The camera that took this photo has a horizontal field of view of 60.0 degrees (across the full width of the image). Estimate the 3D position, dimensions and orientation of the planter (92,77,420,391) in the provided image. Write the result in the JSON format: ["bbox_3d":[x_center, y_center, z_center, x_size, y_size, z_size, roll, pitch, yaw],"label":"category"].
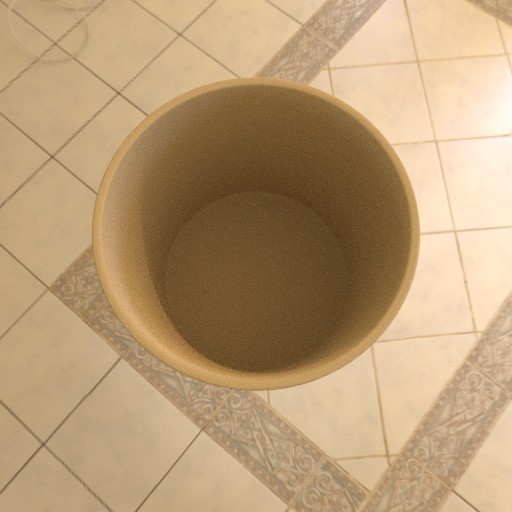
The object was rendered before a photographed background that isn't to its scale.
[{"bbox_3d":[0.000,0.000,0.397,0.221,0.201,0.221,0,76,0],"label":"planter"}]
